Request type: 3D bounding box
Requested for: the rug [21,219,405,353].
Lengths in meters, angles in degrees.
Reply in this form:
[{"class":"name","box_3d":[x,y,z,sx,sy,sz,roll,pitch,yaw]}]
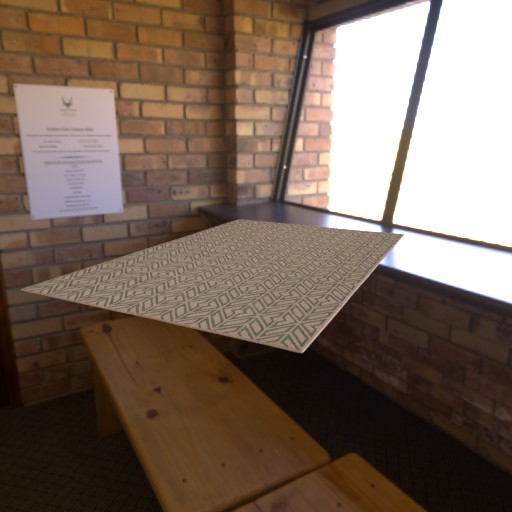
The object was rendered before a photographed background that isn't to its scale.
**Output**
[{"class":"rug","box_3d":[0.000,0.000,2.323,1.220,0.007,1.828,7,16,26]}]
